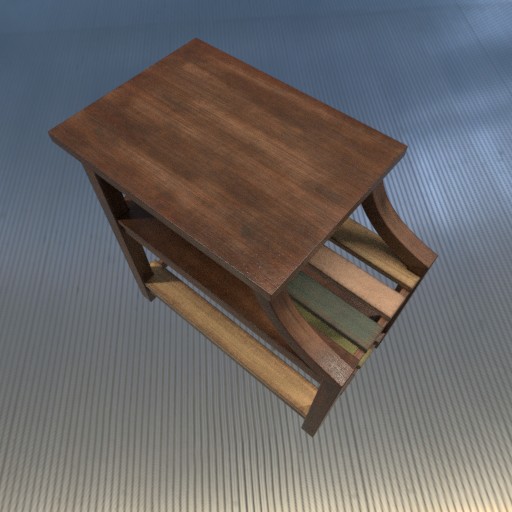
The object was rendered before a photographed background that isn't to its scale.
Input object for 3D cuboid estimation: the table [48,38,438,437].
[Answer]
[{"bbox_3d":[0.000,0.000,0.952,0.609,0.584,0.356,35,64,20],"label":"table"}]
